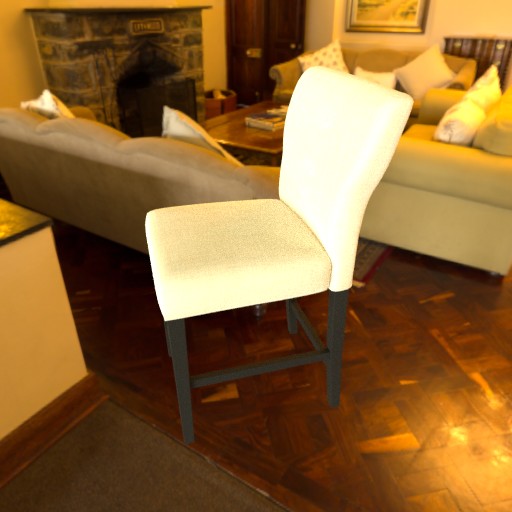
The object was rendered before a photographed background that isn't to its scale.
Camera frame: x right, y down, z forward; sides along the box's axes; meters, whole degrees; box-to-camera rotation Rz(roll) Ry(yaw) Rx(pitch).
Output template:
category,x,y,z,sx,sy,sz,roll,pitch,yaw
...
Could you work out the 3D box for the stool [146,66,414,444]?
category,x,y,z,sx,sy,sz,roll,pitch,yaw
stool,0.000,0.000,1.310,0.603,0.972,0.514,-8,31,-14
